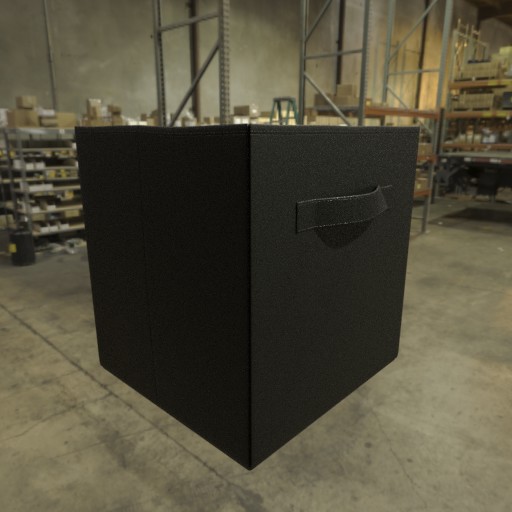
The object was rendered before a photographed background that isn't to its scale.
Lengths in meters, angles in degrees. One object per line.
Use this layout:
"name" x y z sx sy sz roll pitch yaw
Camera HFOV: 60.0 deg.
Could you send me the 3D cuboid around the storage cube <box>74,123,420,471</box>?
"storage cube" 0.000 0.000 0.497 0.270 0.280 0.270 14 21 41
